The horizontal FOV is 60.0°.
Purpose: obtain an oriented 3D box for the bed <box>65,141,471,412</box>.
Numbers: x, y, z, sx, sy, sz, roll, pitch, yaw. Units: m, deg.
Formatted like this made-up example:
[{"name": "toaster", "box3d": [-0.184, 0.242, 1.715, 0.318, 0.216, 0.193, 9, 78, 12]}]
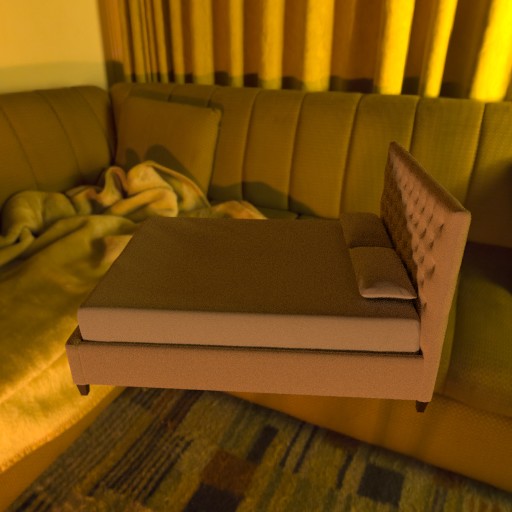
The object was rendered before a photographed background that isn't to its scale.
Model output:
[{"name": "bed", "box3d": [0.000, 0.000, 3.408, 2.387, 1.427, 1.698, 2, 27, 3]}]
